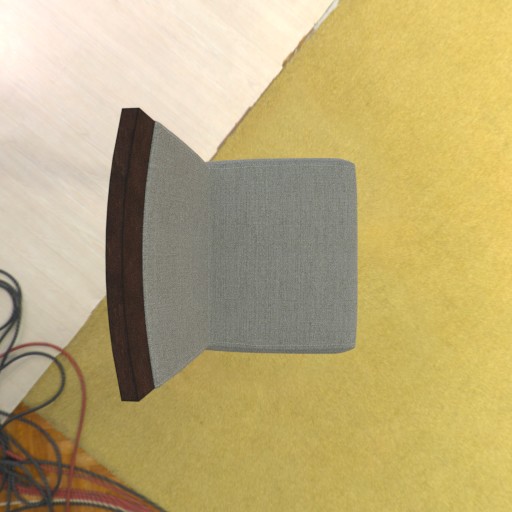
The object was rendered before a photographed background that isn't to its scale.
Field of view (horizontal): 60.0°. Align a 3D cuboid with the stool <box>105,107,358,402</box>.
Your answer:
[{"bbox_3d":[0.000,0.000,1.264,0.531,1.009,0.512,0,90,0],"label":"stool"}]
